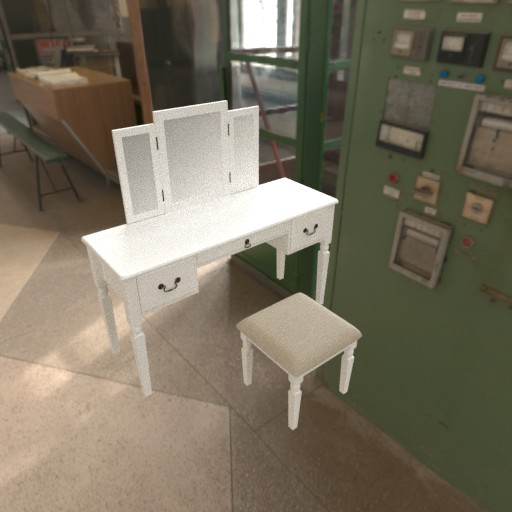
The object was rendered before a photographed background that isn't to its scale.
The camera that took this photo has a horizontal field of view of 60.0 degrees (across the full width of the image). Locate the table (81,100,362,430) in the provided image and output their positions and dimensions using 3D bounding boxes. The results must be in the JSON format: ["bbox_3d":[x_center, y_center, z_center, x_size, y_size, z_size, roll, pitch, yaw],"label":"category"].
[{"bbox_3d":[0.000,0.000,2.262,1.369,1.310,1.115,-22,37,-32],"label":"table"}]
